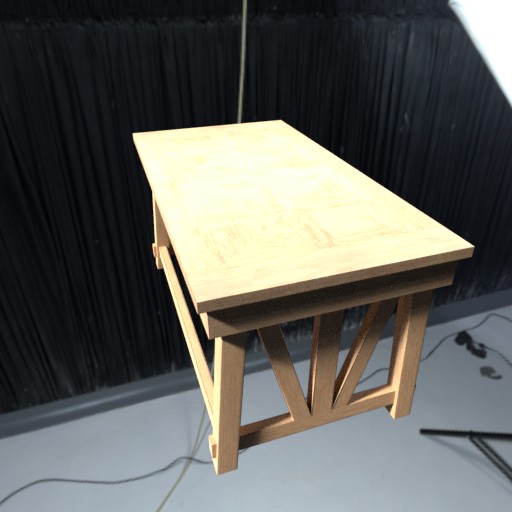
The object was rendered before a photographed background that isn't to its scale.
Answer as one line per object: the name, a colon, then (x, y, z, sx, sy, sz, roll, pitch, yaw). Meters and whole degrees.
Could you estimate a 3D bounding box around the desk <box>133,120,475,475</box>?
desk: (0.000, 0.000, 1.963, 0.813, 0.762, 1.499, -10, 33, -16)
